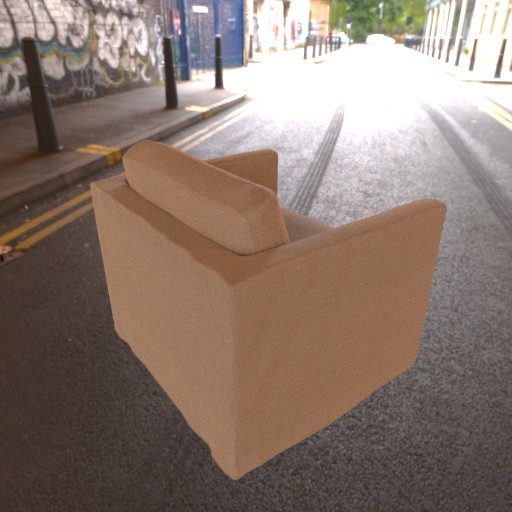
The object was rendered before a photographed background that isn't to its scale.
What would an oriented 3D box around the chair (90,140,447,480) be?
[{"bbox_3d":[0.000,0.000,1.779,0.949,0.867,1.057,-18,32,-32],"label":"chair"}]
